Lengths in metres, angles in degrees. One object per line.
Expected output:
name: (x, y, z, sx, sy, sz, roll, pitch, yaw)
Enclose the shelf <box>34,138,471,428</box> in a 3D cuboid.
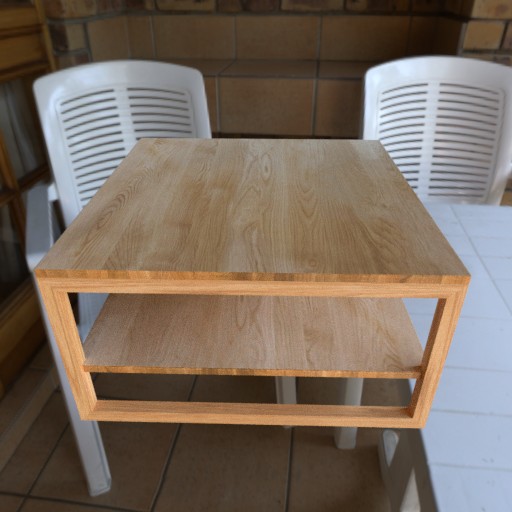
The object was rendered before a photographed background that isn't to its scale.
shelf: (0.000, 0.000, 1.414, 0.899, 0.480, 0.899, 1, 32, 1)
